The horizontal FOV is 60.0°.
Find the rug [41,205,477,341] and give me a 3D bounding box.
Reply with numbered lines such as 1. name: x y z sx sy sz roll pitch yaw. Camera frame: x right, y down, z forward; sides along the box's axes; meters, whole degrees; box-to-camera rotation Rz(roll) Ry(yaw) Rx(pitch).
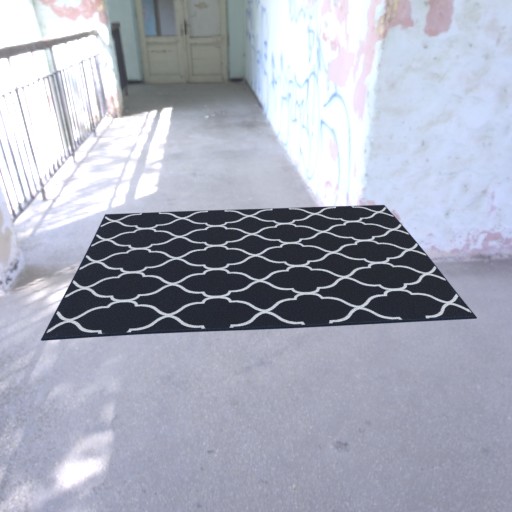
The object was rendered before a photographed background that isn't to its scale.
1. rug: 0.000 0.000 2.957 2.290 0.014 1.526 -2 30 -4
